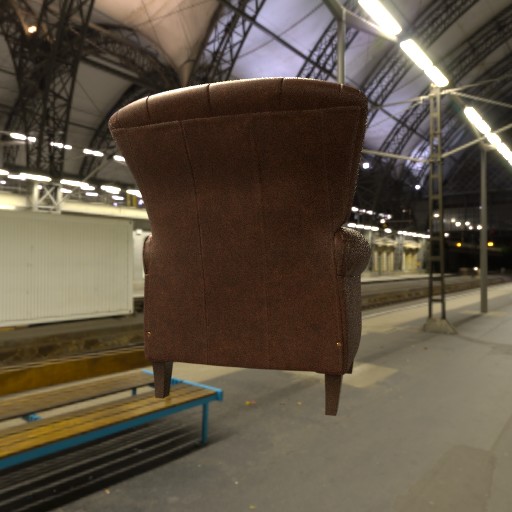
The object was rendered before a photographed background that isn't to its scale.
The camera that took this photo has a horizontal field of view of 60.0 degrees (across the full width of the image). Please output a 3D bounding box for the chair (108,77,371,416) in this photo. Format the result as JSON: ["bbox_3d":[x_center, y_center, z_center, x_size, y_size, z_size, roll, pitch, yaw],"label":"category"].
[{"bbox_3d":[0.000,0.000,1.916,0.979,1.162,1.031,0,-1,17],"label":"chair"}]
